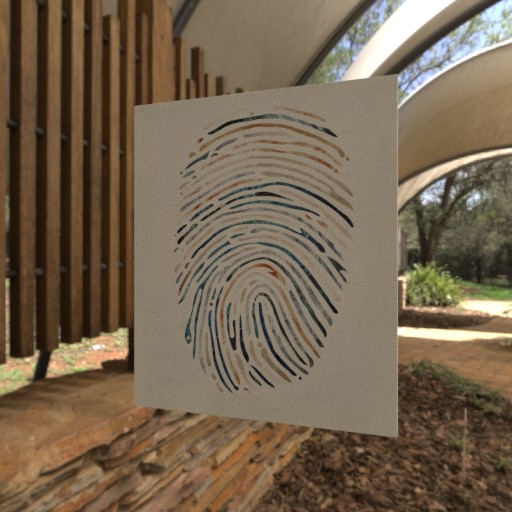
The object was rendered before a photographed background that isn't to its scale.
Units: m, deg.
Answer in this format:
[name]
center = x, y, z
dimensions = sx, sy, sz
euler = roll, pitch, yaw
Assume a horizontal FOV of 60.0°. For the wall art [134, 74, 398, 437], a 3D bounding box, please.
[wall art]
center = 0.000, 0.000, 0.834
dimensions = 0.508, 0.606, 0.037
euler = 0, 0, 18
